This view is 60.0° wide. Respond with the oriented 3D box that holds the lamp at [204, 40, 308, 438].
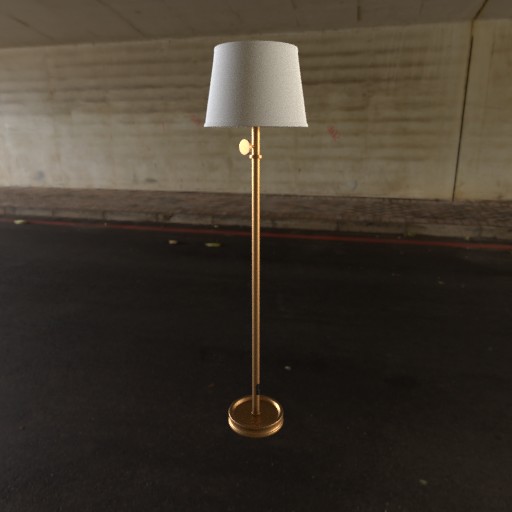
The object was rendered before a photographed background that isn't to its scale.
[{"bbox_3d":[0.000,0.000,0.827,0.178,0.710,0.178,0,16,0],"label":"lamp"}]
